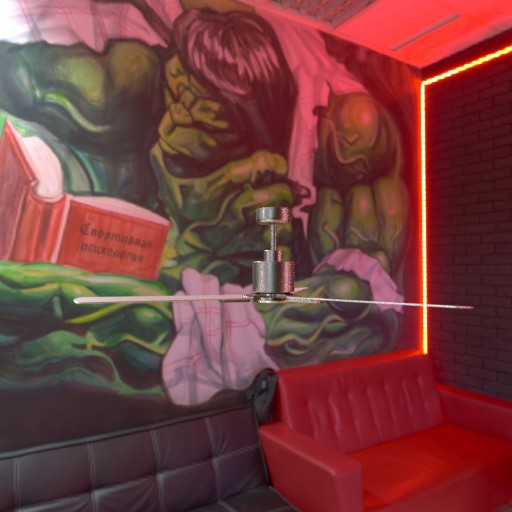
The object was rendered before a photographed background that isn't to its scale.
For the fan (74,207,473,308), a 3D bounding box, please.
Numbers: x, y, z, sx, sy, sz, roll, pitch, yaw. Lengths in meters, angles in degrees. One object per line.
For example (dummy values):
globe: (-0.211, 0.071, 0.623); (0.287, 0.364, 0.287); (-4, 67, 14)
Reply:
fan: (0.000, 0.000, 2.264); (1.561, 0.446, 1.531); (0, -2, 0)
